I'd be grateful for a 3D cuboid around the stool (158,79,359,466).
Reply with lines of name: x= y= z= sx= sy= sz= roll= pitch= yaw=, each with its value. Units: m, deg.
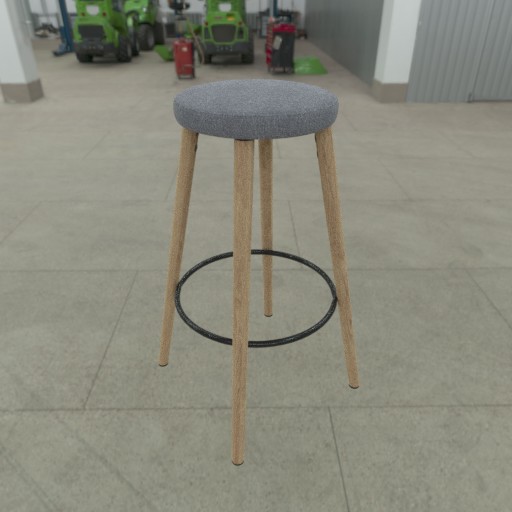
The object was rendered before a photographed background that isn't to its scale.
stool: x=0.000 y=0.000 z=1.046 sx=0.410 sy=0.770 sz=0.410 roll=-21 pitch=36 yaw=-30
